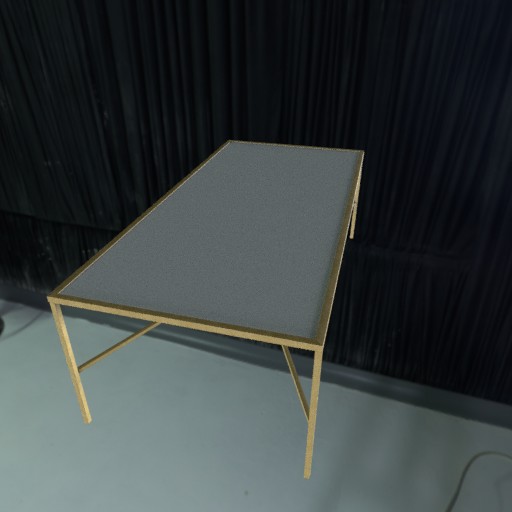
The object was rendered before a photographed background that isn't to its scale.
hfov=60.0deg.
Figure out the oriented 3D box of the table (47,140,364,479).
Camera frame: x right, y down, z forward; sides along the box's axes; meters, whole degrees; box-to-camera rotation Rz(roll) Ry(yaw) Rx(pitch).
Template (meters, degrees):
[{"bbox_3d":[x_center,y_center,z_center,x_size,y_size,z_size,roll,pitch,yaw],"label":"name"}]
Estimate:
[{"bbox_3d":[0.000,0.000,1.466,0.580,0.398,1.206,8,31,13],"label":"table"}]
